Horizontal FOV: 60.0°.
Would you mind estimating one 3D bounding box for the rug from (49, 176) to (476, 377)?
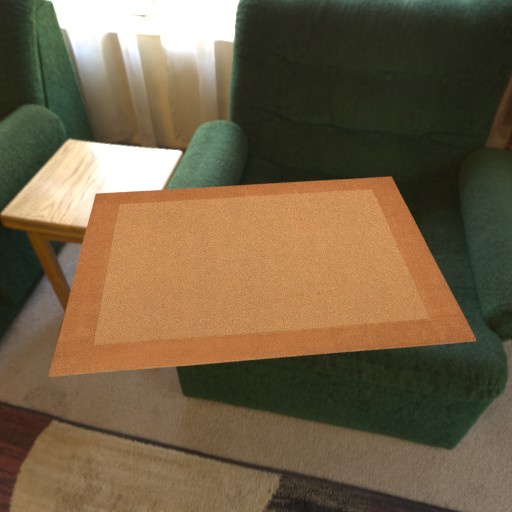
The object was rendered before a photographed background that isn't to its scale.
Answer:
[{"bbox_3d":[0.000,0.000,2.307,1.829,0.014,1.219,-4,46,-4],"label":"rug"}]
